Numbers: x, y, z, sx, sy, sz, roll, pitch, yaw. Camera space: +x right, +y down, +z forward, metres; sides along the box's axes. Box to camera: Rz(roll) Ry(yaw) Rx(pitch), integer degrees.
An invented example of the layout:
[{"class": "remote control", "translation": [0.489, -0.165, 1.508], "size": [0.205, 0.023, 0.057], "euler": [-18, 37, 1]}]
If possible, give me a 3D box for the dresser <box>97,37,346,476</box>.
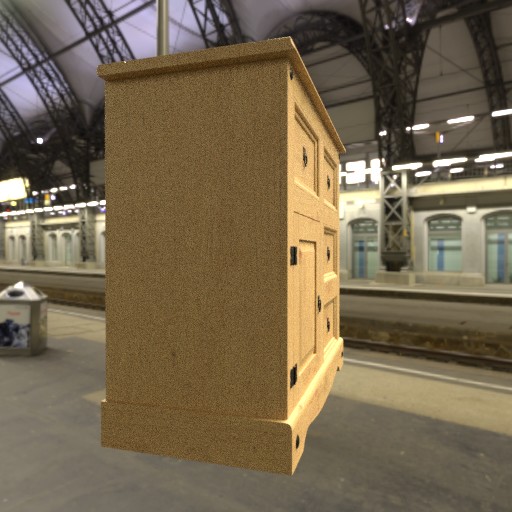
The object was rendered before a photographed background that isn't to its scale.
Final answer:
[{"class": "dresser", "translation": [0.000, 0.000, 1.337], "size": [0.440, 0.835, 0.915], "euler": [0, 1, 17]}]
